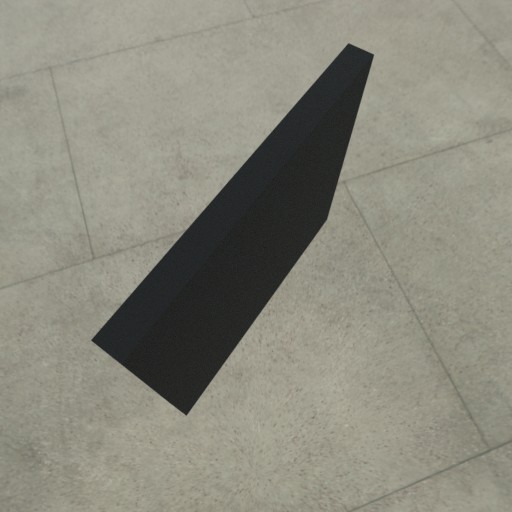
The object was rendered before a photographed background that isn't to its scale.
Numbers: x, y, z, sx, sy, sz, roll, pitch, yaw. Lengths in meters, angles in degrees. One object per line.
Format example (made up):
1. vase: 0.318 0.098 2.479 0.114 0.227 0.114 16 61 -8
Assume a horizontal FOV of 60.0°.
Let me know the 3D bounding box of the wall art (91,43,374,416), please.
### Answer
1. wall art: 0.000 0.000 0.535 0.031 0.330 0.381 32 68 14
